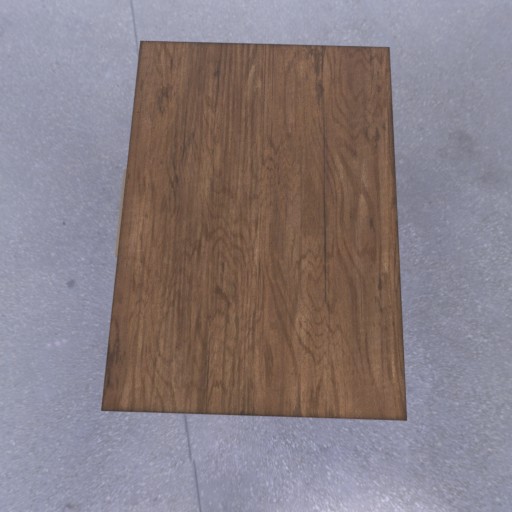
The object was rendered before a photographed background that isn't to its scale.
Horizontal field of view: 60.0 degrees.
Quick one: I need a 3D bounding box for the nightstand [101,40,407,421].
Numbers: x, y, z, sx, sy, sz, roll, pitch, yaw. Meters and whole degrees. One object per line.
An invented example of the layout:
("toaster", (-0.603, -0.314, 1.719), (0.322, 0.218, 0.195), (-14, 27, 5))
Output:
("nightstand", (0.000, 0.000, 0.991), (0.446, 0.610, 0.610), (2, 77, 0))
